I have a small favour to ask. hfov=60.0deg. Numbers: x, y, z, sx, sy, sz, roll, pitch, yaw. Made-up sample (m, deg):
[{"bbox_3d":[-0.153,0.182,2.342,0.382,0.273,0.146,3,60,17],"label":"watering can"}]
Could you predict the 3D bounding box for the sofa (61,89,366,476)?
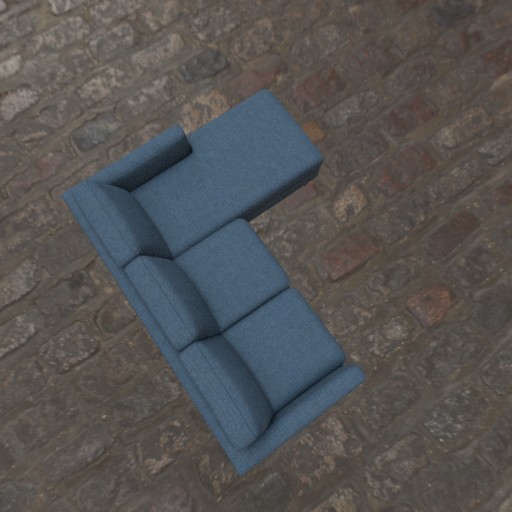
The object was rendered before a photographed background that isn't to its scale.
[{"bbox_3d":[0.000,0.000,2.986,1.667,0.957,2.055,-34,78,-9],"label":"sofa"}]
